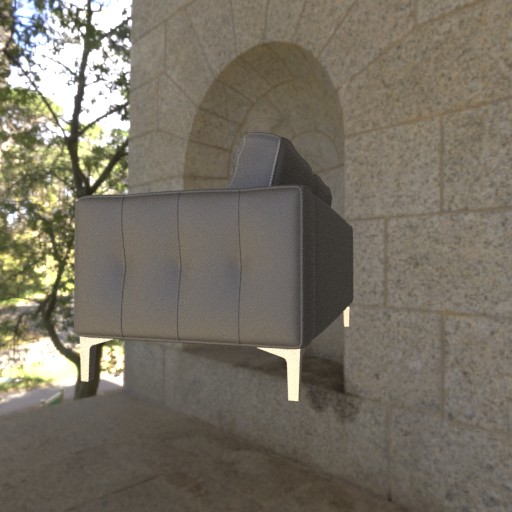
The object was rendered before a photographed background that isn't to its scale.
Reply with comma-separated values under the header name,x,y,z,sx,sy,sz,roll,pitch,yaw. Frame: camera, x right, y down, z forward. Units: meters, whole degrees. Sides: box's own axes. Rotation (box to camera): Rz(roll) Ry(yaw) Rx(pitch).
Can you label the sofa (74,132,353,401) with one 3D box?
name,x,y,z,sx,sy,sz,roll,pitch,yaw
sofa,0.000,0.000,2.225,0.833,0.892,1.726,0,-1,17
